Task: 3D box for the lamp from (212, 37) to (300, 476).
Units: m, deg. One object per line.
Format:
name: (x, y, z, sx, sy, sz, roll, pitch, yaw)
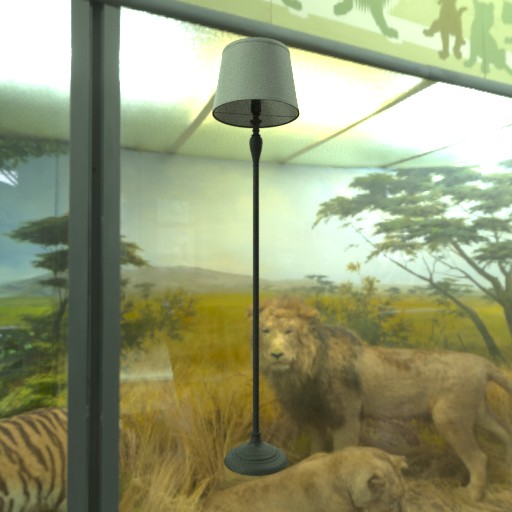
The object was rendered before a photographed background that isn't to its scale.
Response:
lamp: (0.000, 0.000, 1.644, 0.327, 1.506, 0.327, -1, -1, 35)
